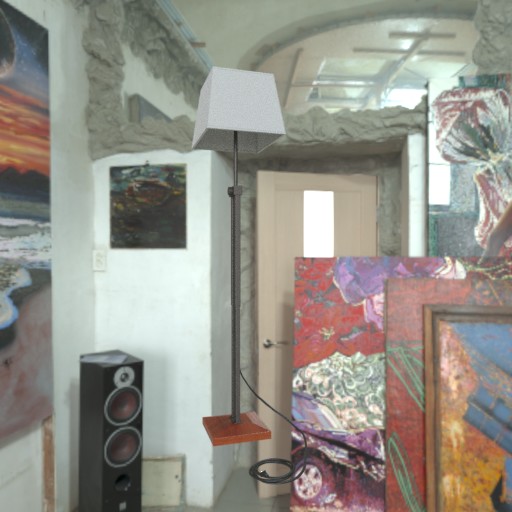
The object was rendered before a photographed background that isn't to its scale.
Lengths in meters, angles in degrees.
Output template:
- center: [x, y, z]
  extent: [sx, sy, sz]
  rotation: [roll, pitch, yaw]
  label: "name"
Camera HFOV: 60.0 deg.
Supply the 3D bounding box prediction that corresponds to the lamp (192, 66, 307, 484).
- center: [0.000, 0.000, 2.008]
  extent: [0.472, 1.712, 0.745]
  rotation: [0, 1, -17]
  label: "lamp"
